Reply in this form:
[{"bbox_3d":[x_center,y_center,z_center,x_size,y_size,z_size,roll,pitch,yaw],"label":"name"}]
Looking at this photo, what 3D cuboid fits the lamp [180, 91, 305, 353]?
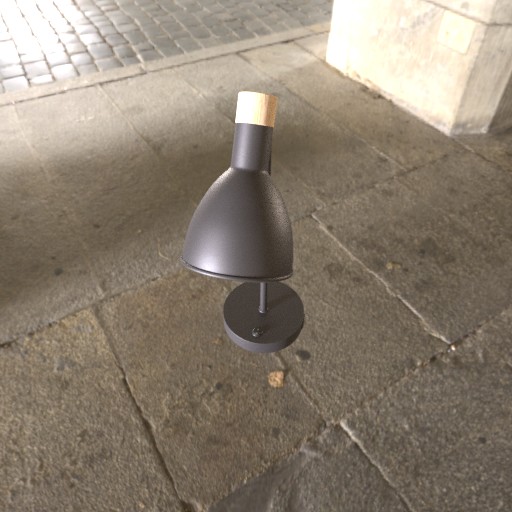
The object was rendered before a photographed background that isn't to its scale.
[{"bbox_3d":[0.000,0.000,0.623,0.152,0.483,0.287,10,47,9],"label":"lamp"}]
